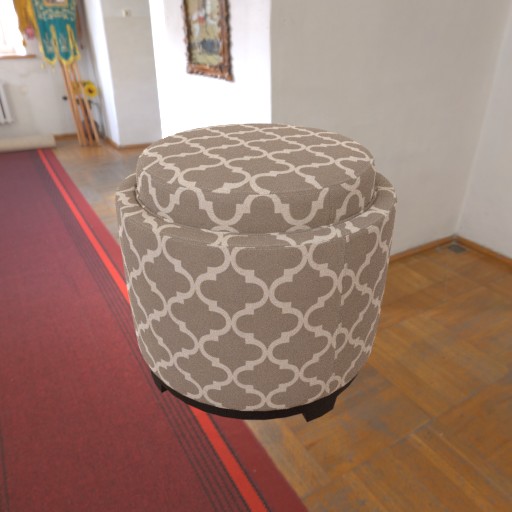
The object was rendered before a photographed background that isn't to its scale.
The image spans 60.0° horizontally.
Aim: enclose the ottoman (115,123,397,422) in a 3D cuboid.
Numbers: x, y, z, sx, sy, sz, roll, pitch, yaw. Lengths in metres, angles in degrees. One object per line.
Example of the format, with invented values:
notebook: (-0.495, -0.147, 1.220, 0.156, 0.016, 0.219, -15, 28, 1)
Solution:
ottoman: (0.000, 0.000, 0.838, 0.480, 0.429, 0.480, 0, 29, 0)
